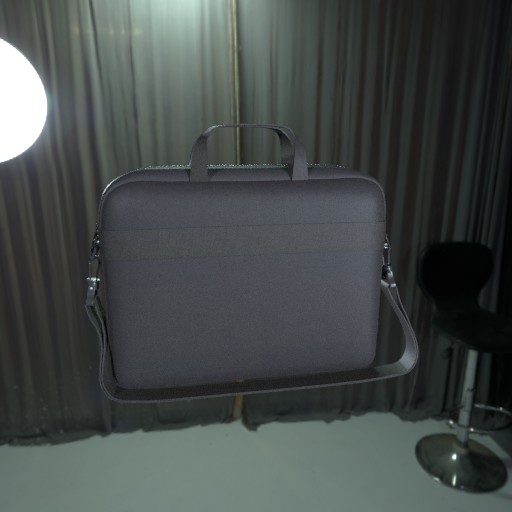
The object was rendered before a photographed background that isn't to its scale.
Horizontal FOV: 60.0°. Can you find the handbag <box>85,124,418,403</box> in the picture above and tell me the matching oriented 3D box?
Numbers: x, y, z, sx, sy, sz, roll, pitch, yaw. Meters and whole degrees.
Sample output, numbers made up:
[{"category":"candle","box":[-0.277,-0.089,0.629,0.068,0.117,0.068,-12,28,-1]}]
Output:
[{"category":"handbag","box":[0.000,0.000,0.583,0.429,0.330,0.126,-3,15,-9]}]
